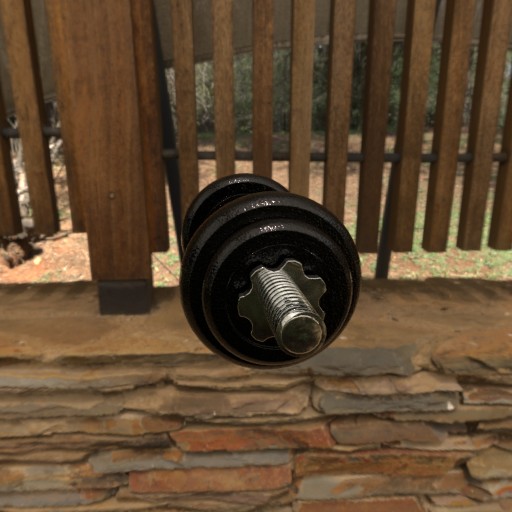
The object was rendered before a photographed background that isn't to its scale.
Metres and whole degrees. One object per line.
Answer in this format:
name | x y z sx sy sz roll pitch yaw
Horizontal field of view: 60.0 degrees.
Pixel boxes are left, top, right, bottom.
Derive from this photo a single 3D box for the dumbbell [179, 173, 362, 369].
dumbbell | 0.000 0.000 0.598 0.202 0.202 0.497 -2 15 -8
